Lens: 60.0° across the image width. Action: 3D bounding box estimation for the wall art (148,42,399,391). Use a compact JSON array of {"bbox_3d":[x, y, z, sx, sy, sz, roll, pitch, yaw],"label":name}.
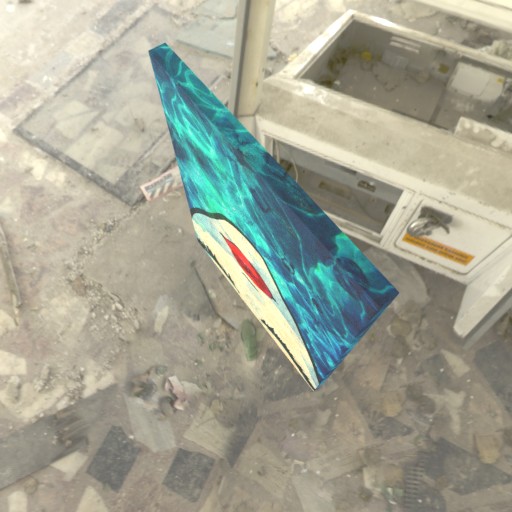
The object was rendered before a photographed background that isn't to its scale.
[{"bbox_3d":[0.000,0.000,1.050,0.038,0.760,0.609,-34,69,-15],"label":"wall art"}]
